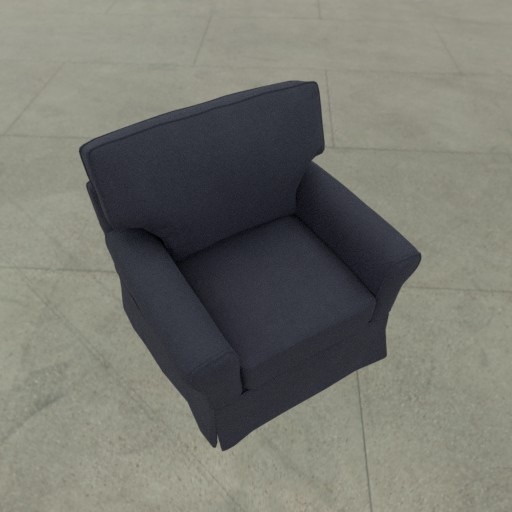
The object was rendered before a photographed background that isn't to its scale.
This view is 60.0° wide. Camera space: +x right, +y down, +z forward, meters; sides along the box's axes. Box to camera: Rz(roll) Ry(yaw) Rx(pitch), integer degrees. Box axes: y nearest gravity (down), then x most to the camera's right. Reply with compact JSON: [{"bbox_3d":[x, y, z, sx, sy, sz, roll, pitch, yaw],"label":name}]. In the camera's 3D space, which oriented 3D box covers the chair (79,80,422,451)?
[{"bbox_3d":[0.000,0.000,1.952,1.119,1.140,1.002,-24,51,-21],"label":"chair"}]
